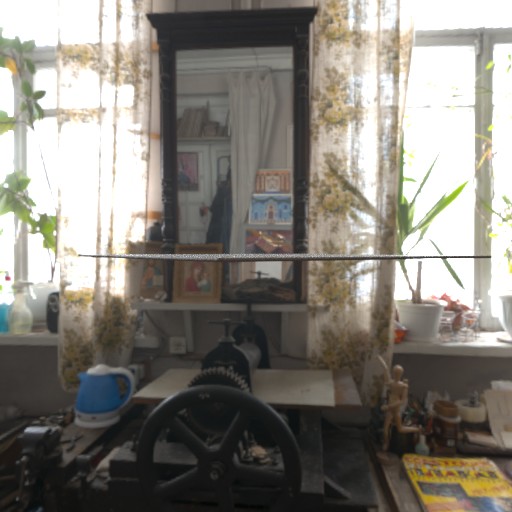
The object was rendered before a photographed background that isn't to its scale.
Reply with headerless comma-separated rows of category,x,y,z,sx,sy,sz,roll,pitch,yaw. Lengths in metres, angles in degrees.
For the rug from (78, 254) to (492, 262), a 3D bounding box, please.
rug,0.000,0.000,4.020,2.434,0.032,3.007,0,1,-34
